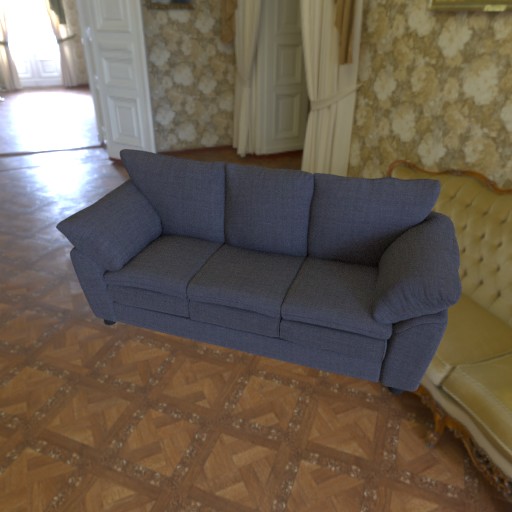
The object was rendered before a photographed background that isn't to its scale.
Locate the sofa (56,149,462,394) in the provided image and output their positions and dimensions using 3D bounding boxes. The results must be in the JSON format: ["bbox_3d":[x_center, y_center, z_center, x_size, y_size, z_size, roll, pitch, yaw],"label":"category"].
[{"bbox_3d":[0.000,0.000,2.835,2.336,1.080,0.883,9,29,17],"label":"sofa"}]
